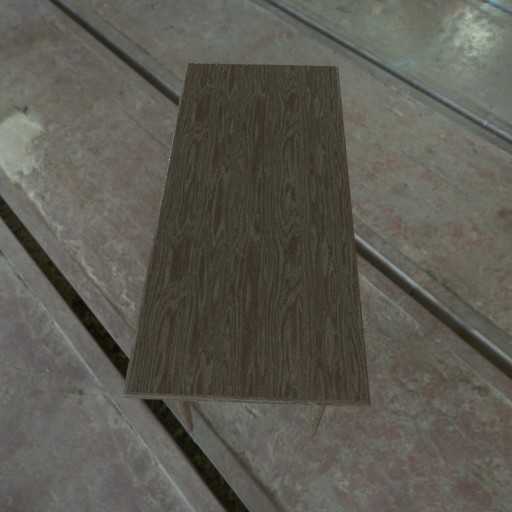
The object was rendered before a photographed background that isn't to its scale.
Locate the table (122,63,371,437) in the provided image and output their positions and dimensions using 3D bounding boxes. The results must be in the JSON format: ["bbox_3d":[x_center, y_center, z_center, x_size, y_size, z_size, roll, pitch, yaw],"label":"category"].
[{"bbox_3d":[0.000,0.000,1.731,0.599,0.780,1.300,2,58,1],"label":"table"}]
